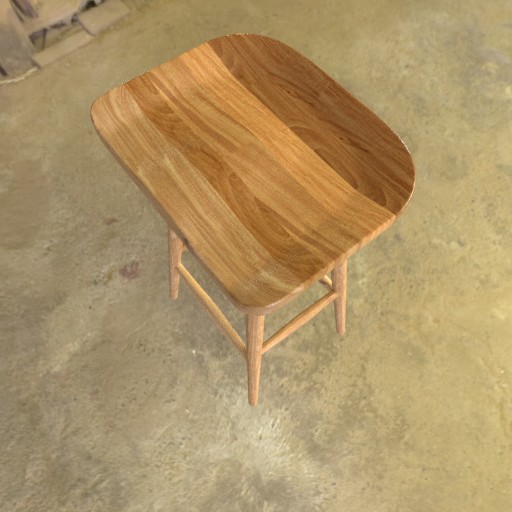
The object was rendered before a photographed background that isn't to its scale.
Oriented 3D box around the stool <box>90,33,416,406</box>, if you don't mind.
[{"bbox_3d":[0.000,0.000,0.911,0.322,0.698,0.407,-35,68,-16],"label":"stool"}]
